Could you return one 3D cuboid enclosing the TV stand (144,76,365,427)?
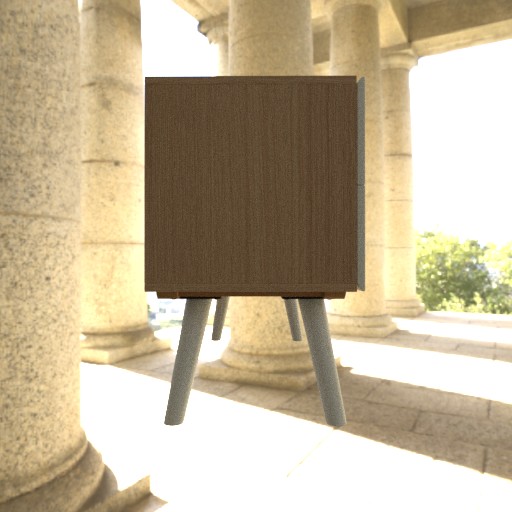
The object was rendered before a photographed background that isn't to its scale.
[{"bbox_3d":[0.000,0.000,1.309,0.407,0.660,0.991,0,0,0],"label":"TV stand"}]
